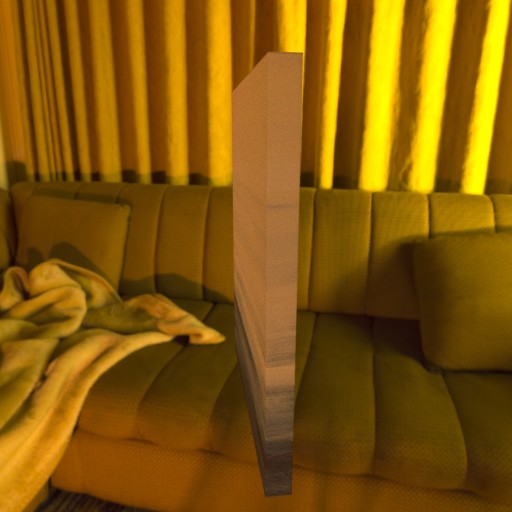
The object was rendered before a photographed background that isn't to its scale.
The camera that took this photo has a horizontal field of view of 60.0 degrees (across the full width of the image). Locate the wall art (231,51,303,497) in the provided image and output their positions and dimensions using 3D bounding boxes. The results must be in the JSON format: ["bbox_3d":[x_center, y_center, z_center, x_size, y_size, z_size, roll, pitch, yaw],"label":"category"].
[{"bbox_3d":[0.000,0.000,0.813,0.040,0.608,0.489,-2,15,-8],"label":"wall art"}]
